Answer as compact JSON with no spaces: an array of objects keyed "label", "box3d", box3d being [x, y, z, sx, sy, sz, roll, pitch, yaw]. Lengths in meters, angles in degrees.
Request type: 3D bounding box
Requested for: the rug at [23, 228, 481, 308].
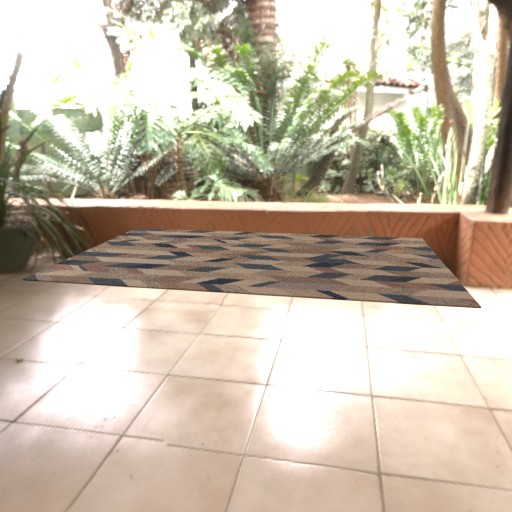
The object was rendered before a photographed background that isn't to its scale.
[{"label":"rug","box3d":[0.000,0.000,3.004,2.423,0.008,1.513,3,15,10]}]
